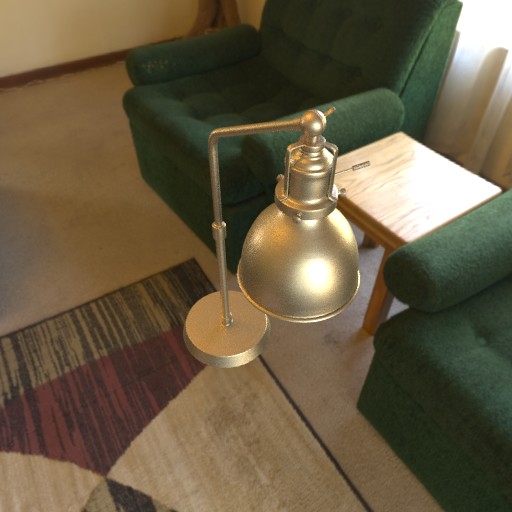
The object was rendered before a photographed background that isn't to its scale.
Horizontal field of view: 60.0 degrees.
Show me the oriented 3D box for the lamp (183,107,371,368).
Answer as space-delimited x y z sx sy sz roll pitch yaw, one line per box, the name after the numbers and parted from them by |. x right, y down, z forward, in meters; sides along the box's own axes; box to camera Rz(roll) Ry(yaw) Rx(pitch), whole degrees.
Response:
0.000 0.000 0.586 0.286 0.456 0.153 31 53 27 | lamp
